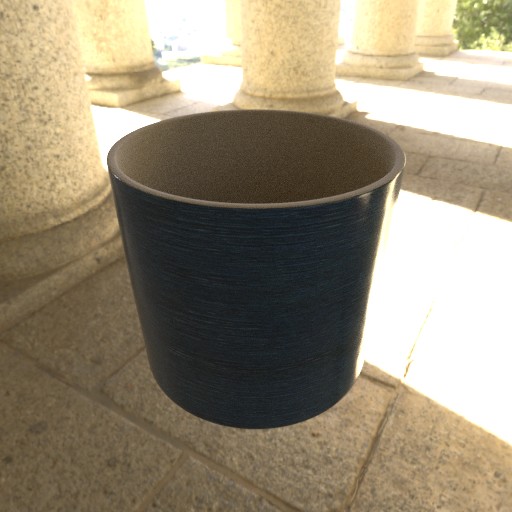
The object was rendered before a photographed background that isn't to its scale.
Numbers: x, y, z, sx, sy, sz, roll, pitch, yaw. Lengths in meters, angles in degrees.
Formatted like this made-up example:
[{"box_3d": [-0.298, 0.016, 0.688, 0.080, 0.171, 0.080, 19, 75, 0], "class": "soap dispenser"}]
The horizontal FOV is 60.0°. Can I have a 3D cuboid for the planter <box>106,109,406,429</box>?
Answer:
[{"box_3d": [0.000, 0.000, 0.394, 0.221, 0.201, 0.221, 0, 32, 0], "class": "planter"}]
